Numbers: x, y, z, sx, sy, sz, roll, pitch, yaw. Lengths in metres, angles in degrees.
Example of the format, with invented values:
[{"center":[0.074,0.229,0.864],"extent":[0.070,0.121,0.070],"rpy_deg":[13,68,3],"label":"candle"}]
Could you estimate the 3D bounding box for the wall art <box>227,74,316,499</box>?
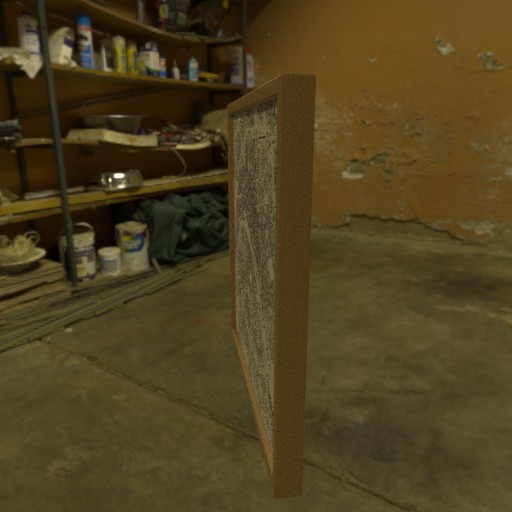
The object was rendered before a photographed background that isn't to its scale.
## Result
[{"center":[0.000,0.000,0.746],"extent":[0.036,0.509,0.509],"rpy_deg":[-3,16,-9],"label":"wall art"}]
